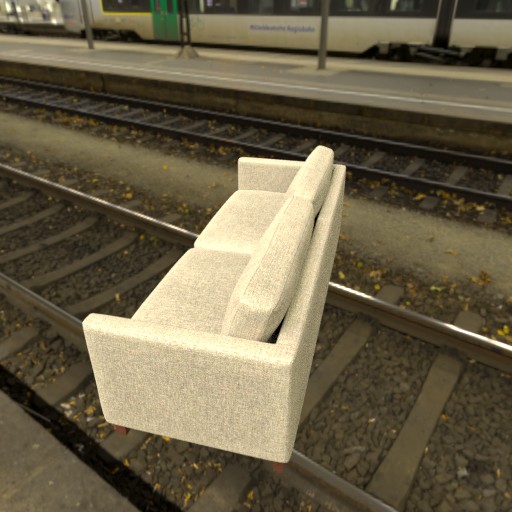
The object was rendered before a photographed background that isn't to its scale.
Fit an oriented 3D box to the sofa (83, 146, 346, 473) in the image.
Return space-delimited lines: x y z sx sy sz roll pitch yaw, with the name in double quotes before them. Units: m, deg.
"sofa" 0.000 0.000 2.912 0.948 0.951 2.434 7 31 13
